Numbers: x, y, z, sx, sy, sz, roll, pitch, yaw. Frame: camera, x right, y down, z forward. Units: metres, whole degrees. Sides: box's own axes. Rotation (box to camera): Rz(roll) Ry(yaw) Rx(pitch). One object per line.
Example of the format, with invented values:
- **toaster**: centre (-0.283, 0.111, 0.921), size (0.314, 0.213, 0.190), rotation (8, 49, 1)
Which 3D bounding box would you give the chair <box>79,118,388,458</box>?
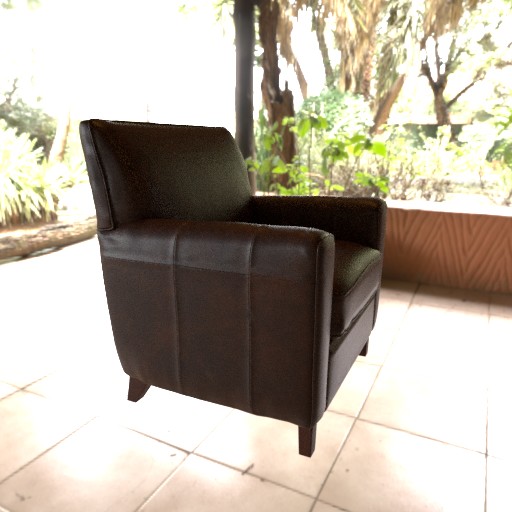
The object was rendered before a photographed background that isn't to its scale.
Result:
- **chair**: centre (0.000, 0.000, 1.617), size (0.823, 0.943, 0.870), rotation (7, 16, 25)
